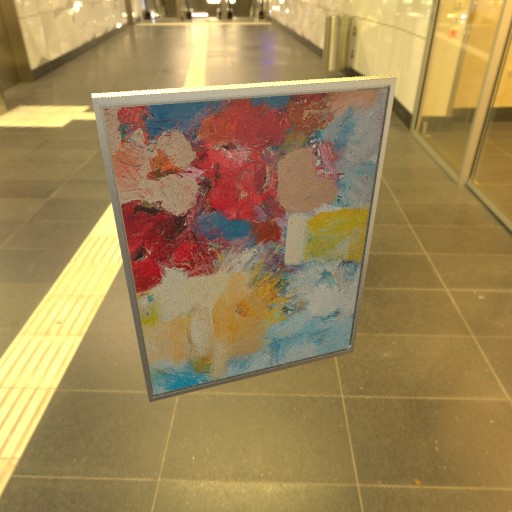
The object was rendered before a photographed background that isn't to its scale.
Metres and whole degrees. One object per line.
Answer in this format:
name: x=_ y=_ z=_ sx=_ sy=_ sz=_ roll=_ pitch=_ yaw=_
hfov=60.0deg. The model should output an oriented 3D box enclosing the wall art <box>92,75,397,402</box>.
wall art: x=0.000 y=0.000 z=0.778 sx=0.444 sy=0.569 sz=0.025 roll=-10 pitch=33 yaw=-15
